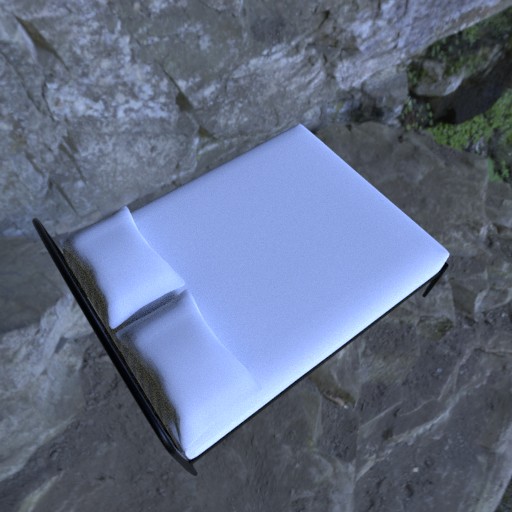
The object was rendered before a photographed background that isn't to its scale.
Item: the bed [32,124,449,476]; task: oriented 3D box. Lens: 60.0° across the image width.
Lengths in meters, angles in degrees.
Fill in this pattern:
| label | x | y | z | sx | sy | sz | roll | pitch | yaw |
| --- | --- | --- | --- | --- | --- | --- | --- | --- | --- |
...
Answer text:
| label | x | y | z | sx | sy | sz | roll | pitch | yaw |
| --- | --- | --- | --- | --- | --- | --- | --- | --- | --- |
| bed | 0.000 | 0.000 | 2.984 | 2.159 | 1.166 | 1.618 | -32 | 63 | -18 |
